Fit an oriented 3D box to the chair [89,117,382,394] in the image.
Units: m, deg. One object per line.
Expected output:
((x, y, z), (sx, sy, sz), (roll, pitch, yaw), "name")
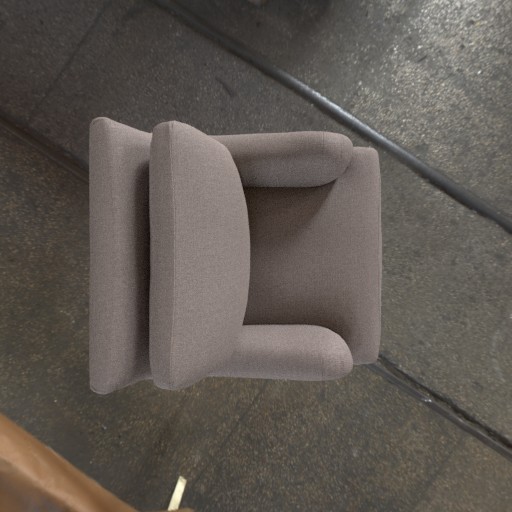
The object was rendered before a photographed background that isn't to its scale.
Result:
((0.000, 0.000, 1.859), (1.070, 1.038, 0.955), (0, 90, -1), "chair")
